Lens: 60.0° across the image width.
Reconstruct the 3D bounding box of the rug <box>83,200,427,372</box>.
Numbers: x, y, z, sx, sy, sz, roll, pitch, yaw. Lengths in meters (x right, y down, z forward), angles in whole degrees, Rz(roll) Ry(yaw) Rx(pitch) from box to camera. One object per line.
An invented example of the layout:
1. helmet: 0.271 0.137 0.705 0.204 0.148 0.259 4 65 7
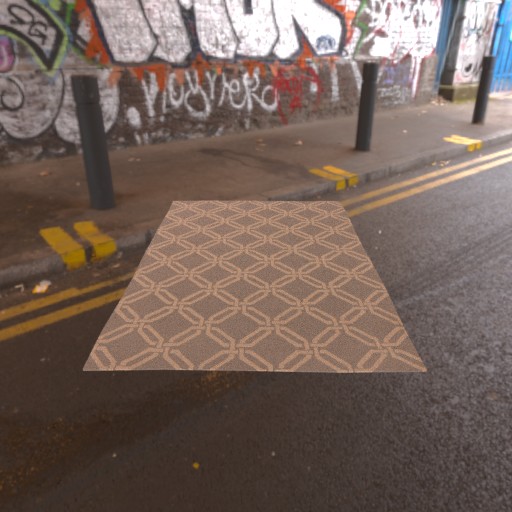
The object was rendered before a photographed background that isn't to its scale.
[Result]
1. rug: 0.000 0.000 2.245 1.148 0.010 1.754 0 26 0
